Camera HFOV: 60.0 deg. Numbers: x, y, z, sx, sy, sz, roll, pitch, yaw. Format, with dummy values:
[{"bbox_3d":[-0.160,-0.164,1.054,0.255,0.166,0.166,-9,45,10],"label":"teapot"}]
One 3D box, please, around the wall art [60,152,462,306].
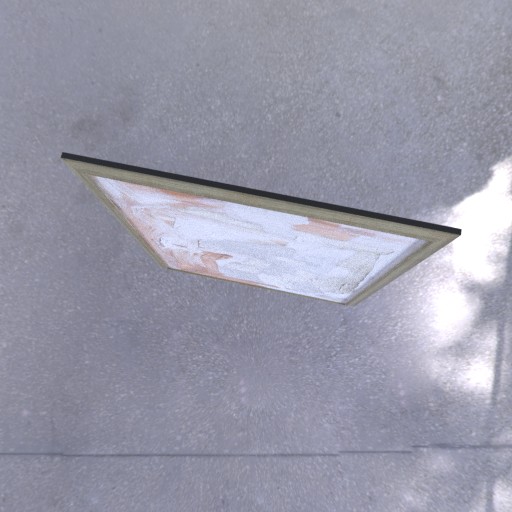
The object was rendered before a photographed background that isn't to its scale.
[{"bbox_3d":[0.000,0.000,0.923,0.559,0.660,0.018,11,76,3],"label":"wall art"}]
